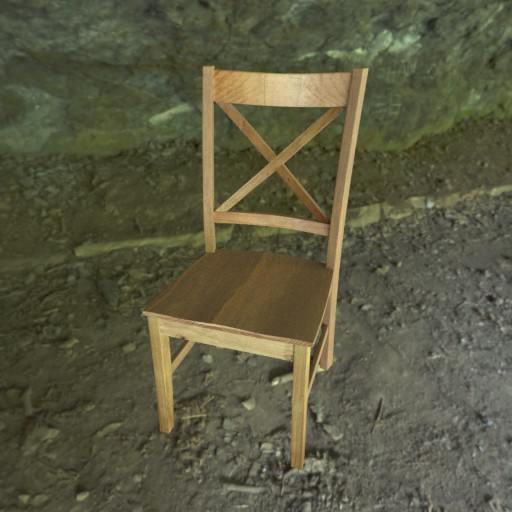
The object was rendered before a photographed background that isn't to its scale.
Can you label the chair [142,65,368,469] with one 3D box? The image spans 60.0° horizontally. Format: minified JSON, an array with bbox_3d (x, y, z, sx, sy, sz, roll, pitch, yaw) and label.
[{"bbox_3d":[0.000,0.000,1.274,0.485,0.983,0.542,8,26,16],"label":"chair"}]
